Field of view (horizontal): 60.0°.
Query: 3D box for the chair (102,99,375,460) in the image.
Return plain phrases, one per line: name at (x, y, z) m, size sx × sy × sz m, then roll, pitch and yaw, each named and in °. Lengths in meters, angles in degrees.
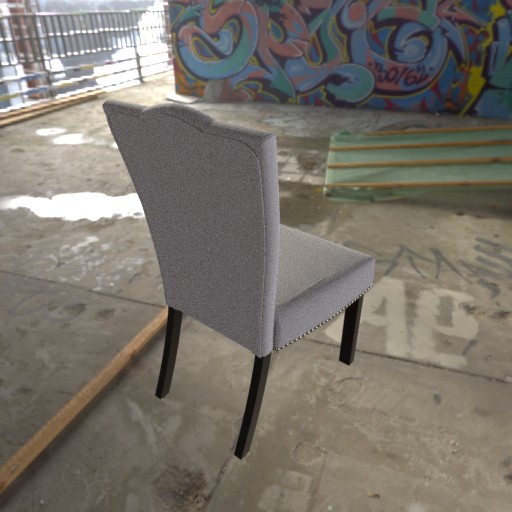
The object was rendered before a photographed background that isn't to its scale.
chair at (0.000, 0.000, 1.312) m, size 0.518 × 0.946 × 0.589 m, roll 22°, pitch 37°, yaw 33°
